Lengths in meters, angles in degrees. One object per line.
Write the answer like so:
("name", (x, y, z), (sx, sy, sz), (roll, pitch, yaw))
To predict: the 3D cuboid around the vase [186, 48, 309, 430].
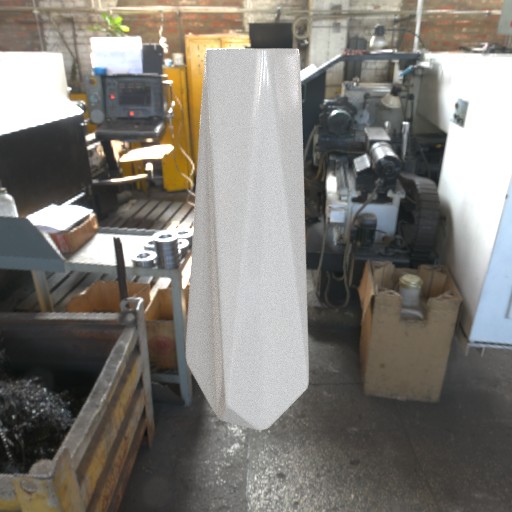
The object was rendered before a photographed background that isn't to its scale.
("vase", (0.000, 0.000, 0.389), (0.116, 0.329, 0.122), (-17, 30, -32))
